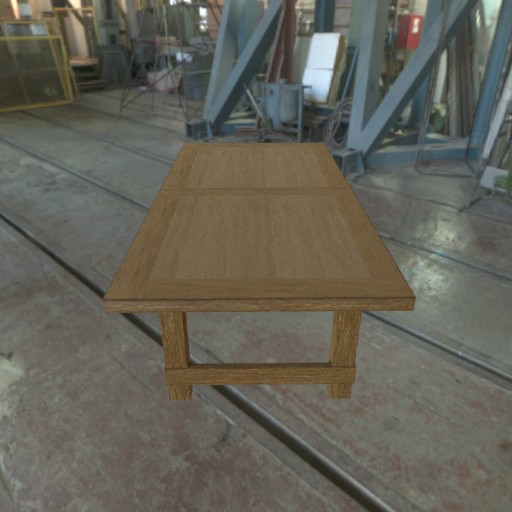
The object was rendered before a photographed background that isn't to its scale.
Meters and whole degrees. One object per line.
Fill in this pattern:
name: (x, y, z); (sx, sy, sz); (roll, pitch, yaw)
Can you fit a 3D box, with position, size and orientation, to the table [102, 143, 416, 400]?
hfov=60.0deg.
table: (0.000, 0.000, 2.459); (1.000, 0.762, 1.982); (0, 28, -1)
